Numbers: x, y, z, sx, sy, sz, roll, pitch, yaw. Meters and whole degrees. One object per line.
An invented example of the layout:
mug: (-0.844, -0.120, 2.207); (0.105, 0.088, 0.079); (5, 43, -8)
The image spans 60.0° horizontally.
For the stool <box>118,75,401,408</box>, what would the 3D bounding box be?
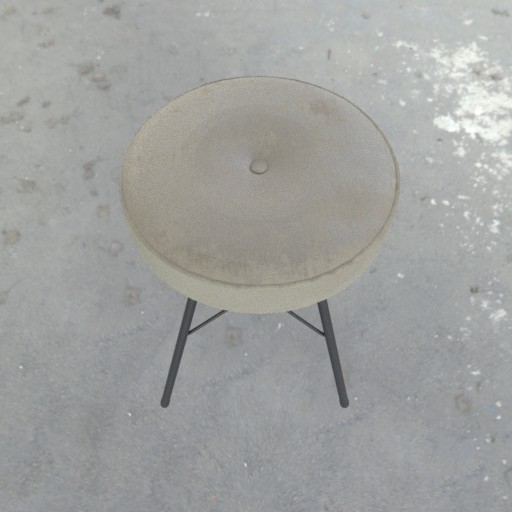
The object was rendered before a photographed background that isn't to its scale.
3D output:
stool: (0.000, 0.000, 0.862); (0.423, 0.538, 0.457); (0, 59, 0)
